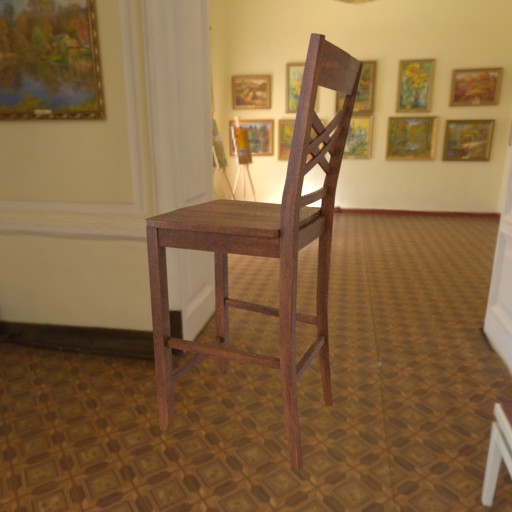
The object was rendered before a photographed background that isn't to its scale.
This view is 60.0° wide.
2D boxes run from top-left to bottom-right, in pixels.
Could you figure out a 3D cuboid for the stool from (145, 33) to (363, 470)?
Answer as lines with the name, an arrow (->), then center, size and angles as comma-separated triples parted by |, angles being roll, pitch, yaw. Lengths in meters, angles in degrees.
stool -> 0.000, 0.000, 1.319 | 0.504, 1.098, 0.426 | 7, 17, 24
